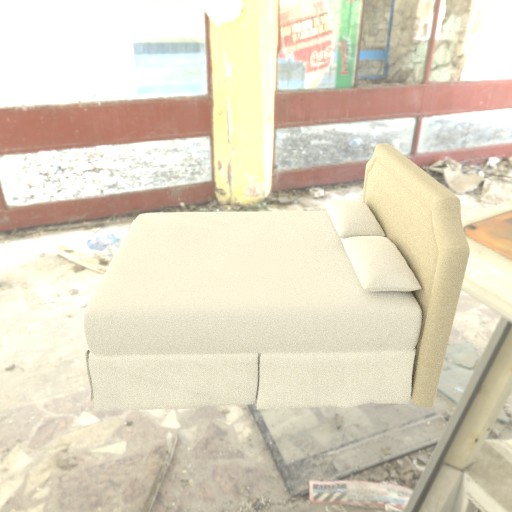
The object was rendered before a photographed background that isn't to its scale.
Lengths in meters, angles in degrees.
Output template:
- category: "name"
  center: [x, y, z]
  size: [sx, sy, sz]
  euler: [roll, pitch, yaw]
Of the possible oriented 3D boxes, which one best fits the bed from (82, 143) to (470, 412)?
- category: "bed"
  center: [0.000, 0.000, 3.120]
  size: [2.116, 1.290, 1.693]
  euler: [-1, 27, -1]
